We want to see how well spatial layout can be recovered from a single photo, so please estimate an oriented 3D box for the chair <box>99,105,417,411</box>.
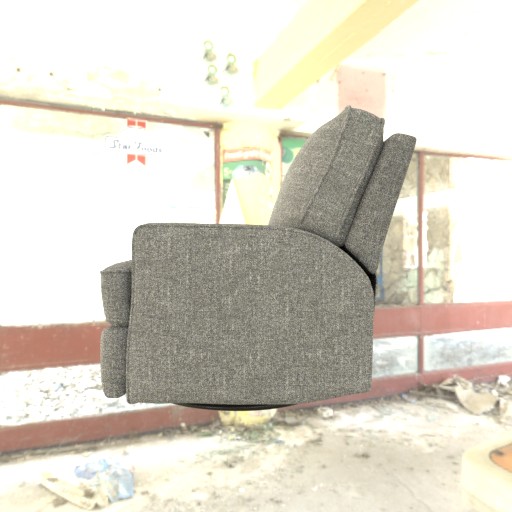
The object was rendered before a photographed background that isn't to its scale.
[{"bbox_3d":[0.000,0.000,1.691,0.964,0.962,0.861,0,-1,-1],"label":"chair"}]
